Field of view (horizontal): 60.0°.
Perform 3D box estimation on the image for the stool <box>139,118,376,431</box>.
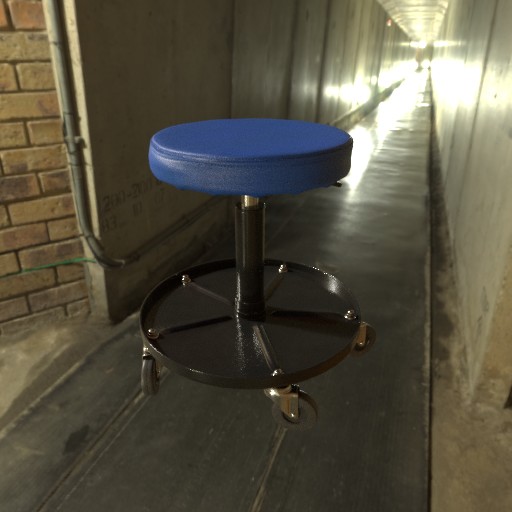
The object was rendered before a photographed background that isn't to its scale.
[{"bbox_3d":[0.000,0.000,0.671,0.382,0.365,0.381,-8,27,-16],"label":"stool"}]
